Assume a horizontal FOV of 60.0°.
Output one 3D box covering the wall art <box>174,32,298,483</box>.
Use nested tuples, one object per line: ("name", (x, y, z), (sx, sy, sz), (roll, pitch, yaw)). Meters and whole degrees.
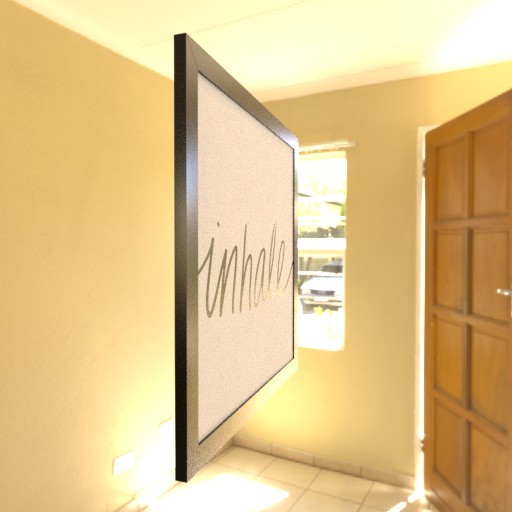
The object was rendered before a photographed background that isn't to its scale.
("wall art", (0.000, 0.000, 0.649), (0.014, 0.445, 0.446), (0, 1, 20))
